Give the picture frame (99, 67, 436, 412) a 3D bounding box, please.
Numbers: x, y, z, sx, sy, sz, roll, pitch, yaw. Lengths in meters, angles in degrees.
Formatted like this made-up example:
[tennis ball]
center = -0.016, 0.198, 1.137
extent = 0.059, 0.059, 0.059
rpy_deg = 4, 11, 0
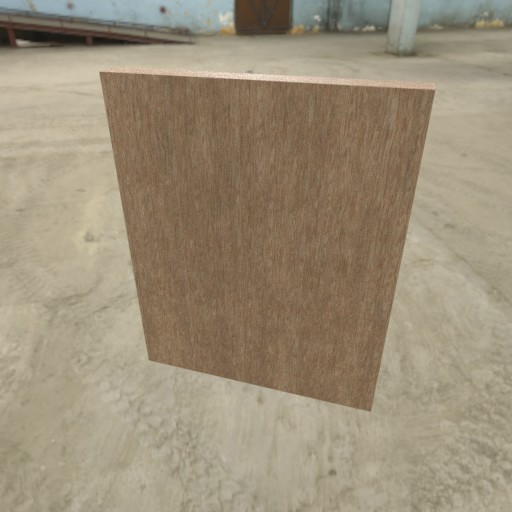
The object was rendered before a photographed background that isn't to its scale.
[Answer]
[picture frame]
center = 0.000, 0.000, 0.693
extent = 0.424, 0.526, 0.043
rpy_deg = 9, 32, 14
